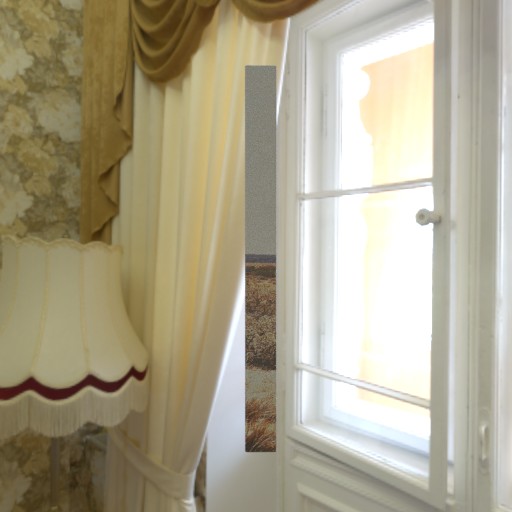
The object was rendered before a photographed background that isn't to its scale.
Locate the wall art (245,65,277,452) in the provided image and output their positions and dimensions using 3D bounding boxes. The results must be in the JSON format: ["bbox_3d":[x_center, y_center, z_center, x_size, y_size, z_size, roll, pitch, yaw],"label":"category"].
[{"bbox_3d":[0.000,0.000,1.155,0.050,0.610,0.914,0,1,-1],"label":"wall art"}]
